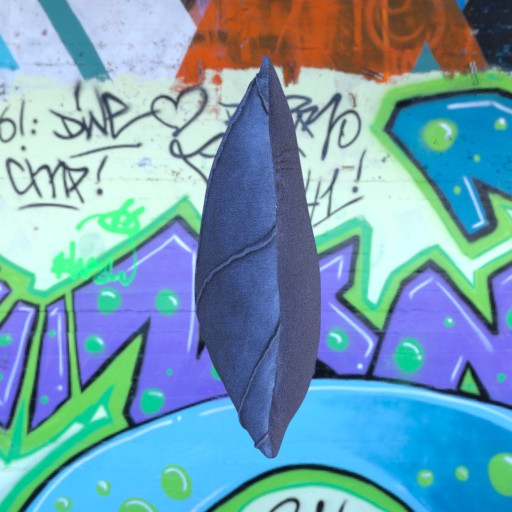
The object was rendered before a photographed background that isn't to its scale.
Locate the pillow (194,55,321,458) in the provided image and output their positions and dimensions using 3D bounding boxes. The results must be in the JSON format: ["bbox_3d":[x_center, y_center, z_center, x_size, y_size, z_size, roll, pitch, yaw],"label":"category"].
[{"bbox_3d":[0.000,0.000,0.681,0.183,0.440,0.439,0,1,-2],"label":"pillow"}]
